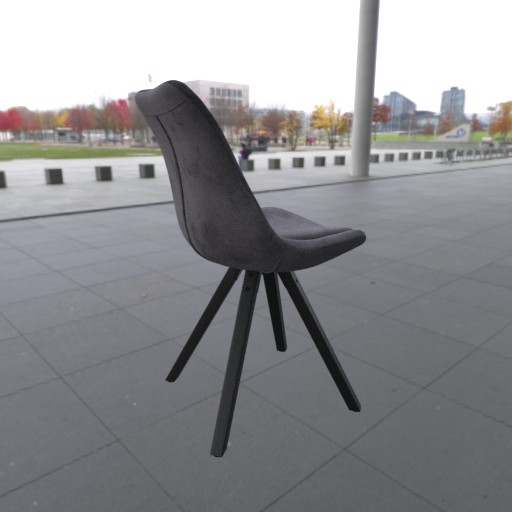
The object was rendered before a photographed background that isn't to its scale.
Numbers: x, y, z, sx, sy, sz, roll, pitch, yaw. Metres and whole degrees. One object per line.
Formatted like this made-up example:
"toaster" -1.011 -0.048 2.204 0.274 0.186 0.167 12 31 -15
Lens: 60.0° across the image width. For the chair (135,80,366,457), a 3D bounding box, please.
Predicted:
"chair" 0.000 0.000 1.211 0.550 0.850 0.485 -8 17 -26
